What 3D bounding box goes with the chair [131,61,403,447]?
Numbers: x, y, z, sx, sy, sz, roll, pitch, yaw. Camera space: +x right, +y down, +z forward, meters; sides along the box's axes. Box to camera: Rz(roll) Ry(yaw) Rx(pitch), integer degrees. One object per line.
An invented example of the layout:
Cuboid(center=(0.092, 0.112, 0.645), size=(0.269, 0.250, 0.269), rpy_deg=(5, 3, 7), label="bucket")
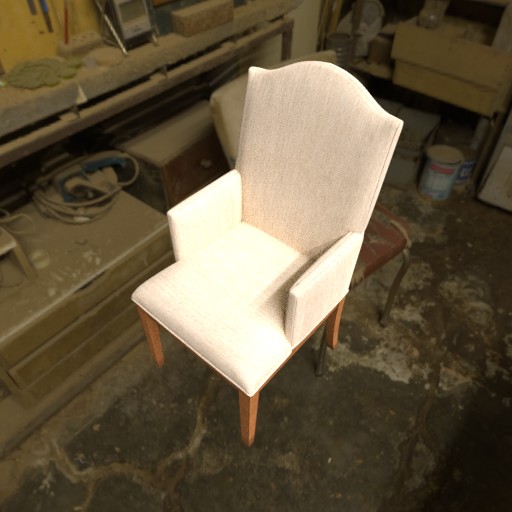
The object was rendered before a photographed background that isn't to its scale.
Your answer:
Cuboid(center=(0.000, 0.000, 1.392), size=(0.533, 1.016, 0.641), rpy_deg=(32, 53, 28), label="chair")
